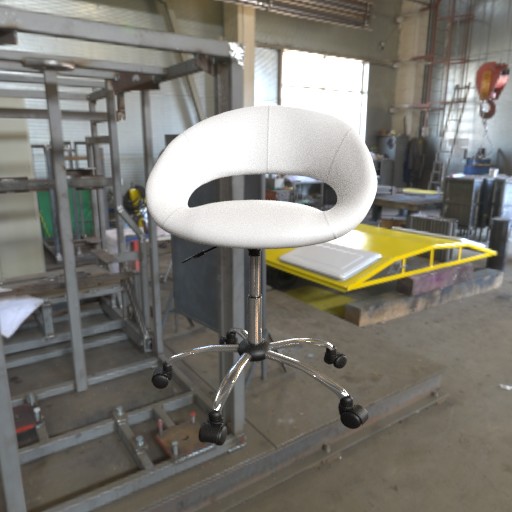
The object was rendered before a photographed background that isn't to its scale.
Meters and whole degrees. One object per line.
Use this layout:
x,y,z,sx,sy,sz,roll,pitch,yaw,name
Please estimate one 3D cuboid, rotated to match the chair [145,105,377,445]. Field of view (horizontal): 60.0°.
0.000,0.000,1.170,0.612,0.791,0.538,3,15,10,chair
